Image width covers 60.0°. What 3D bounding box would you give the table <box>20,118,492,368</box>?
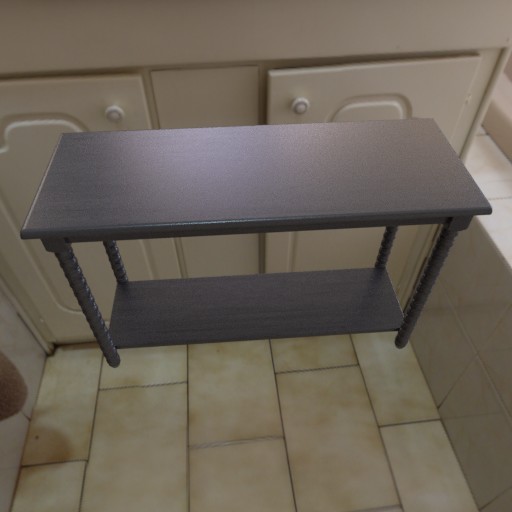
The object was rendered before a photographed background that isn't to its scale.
[{"bbox_3d":[0.000,0.000,1.516,1.184,0.735,0.459,-3,47,-3],"label":"table"}]
